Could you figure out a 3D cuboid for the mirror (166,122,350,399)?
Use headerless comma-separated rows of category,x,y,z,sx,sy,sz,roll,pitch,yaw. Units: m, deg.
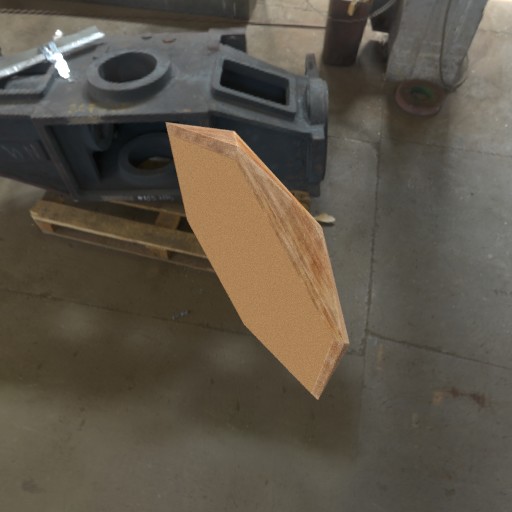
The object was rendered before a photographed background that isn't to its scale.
mirror,0.000,0.000,1.102,0.091,0.779,0.675,-29,63,-17
